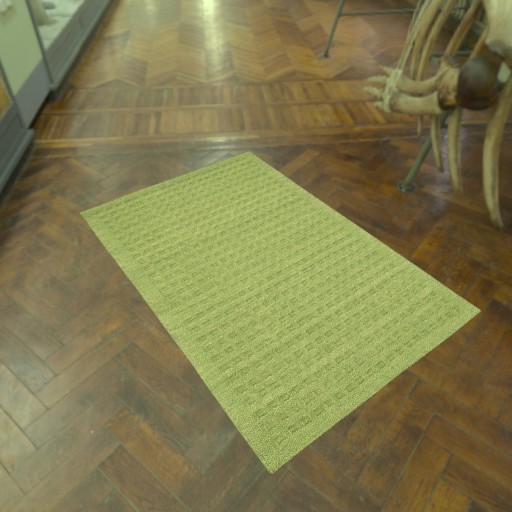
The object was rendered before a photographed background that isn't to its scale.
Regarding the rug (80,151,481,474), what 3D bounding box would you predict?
[{"bbox_3d":[0.000,0.000,2.894,1.529,0.007,2.297,-26,48,-26],"label":"rug"}]
